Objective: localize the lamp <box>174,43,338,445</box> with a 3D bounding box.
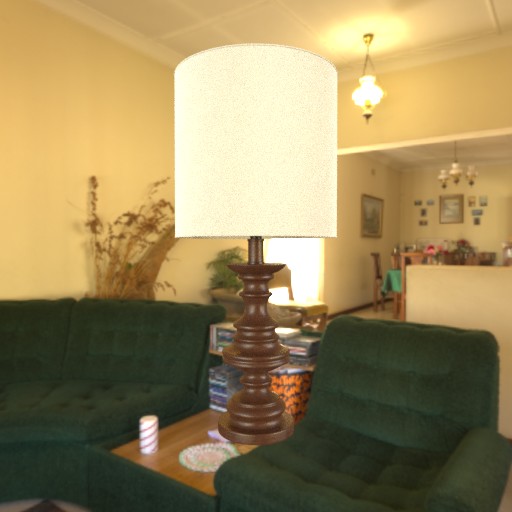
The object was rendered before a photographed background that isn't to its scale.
[{"bbox_3d":[0.000,0.000,0.579,0.208,0.455,0.208,0,1,18],"label":"lamp"}]
